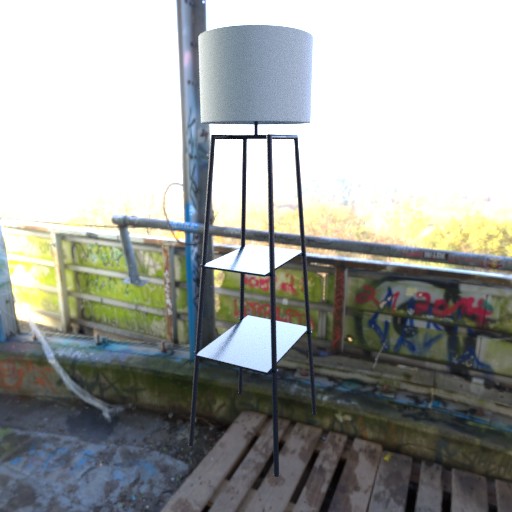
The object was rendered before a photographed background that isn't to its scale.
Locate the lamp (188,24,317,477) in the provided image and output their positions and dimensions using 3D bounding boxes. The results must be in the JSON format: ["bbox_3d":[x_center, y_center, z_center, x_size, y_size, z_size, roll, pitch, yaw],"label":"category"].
[{"bbox_3d":[0.000,0.000,1.641,0.384,1.474,0.427,7,16,25],"label":"lamp"}]
